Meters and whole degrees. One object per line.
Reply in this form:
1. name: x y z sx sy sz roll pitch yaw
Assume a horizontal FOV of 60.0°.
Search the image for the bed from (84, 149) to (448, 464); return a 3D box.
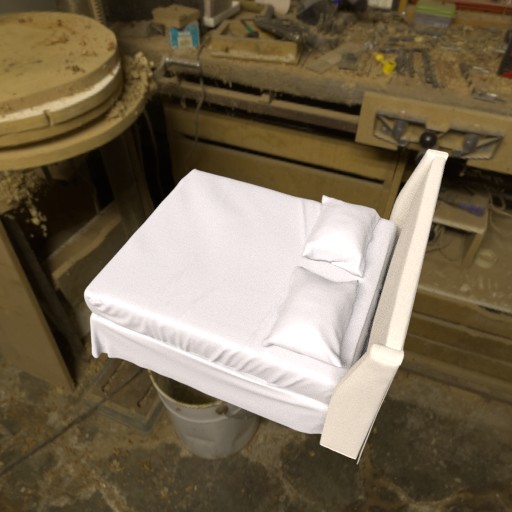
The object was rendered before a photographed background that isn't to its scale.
1. bed: 0.000 0.000 3.401 2.276 1.332 1.925 17 49 16
